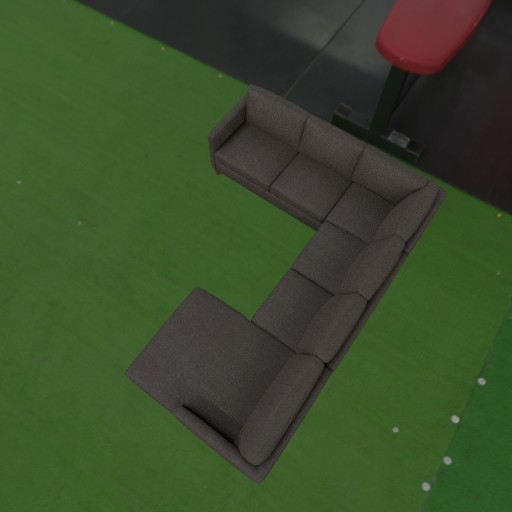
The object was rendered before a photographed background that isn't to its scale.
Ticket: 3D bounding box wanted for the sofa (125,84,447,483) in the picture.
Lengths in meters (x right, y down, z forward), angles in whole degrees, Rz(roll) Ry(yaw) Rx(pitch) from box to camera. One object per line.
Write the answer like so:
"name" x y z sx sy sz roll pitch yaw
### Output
"sofa" 0.000 0.000 4.649 2.594 0.961 3.460 33 69 15
